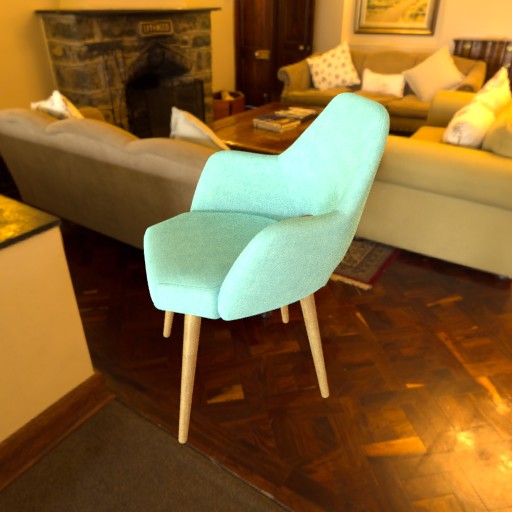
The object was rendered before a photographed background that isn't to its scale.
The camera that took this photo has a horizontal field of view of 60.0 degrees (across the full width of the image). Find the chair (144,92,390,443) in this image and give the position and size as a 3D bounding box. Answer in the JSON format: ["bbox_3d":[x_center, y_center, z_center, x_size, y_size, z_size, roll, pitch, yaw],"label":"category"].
[{"bbox_3d":[0.000,0.000,1.264,0.610,0.840,0.590,-8,31,-13],"label":"chair"}]
